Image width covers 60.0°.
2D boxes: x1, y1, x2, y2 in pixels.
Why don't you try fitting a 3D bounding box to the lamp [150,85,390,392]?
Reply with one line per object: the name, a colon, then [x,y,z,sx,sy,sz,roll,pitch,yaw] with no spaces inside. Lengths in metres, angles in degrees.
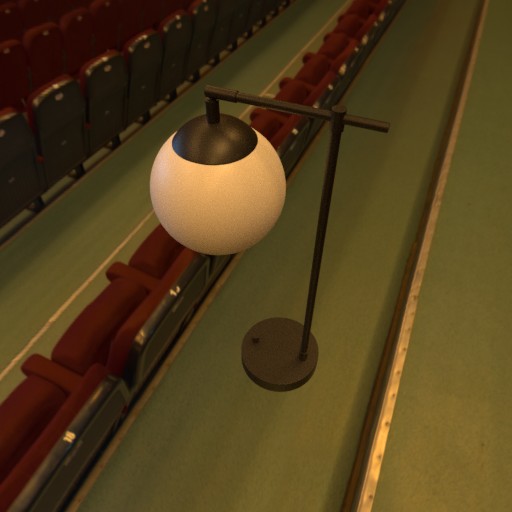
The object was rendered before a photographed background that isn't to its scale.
lamp: [0.000,0.000,0.722,0.316,0.559,0.197,17,49,16]
